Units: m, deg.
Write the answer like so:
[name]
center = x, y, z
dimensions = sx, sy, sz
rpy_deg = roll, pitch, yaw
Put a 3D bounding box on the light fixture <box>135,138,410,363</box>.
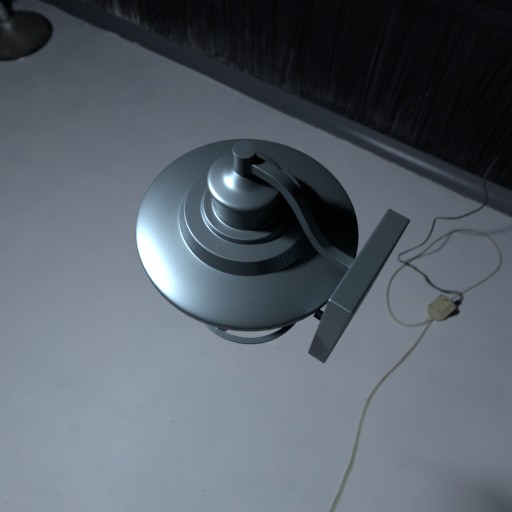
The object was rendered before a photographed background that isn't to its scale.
[light fixture]
center = 0.000, 0.000, 0.502
dimensions = 0.252, 0.345, 0.222
rpy_deg = 31, 67, 15
